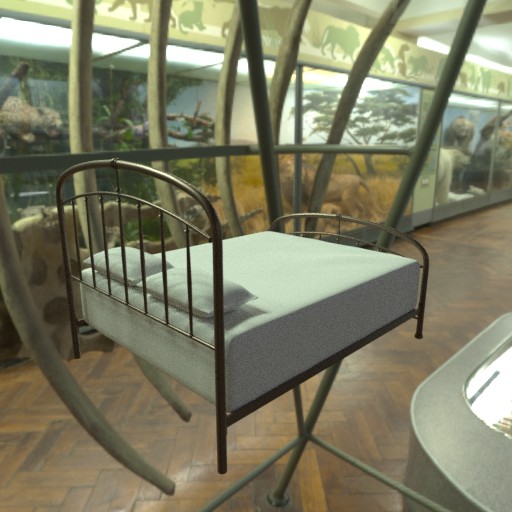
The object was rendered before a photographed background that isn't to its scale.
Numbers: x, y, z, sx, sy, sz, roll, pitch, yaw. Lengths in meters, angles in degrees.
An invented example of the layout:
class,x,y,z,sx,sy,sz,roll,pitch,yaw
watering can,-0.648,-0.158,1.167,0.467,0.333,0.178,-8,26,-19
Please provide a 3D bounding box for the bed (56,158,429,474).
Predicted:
class,x,y,z,sx,sy,sz,roll,pitch,yaw
bed,0.000,0.000,3.266,2.168,1.475,1.711,-14,21,-43
